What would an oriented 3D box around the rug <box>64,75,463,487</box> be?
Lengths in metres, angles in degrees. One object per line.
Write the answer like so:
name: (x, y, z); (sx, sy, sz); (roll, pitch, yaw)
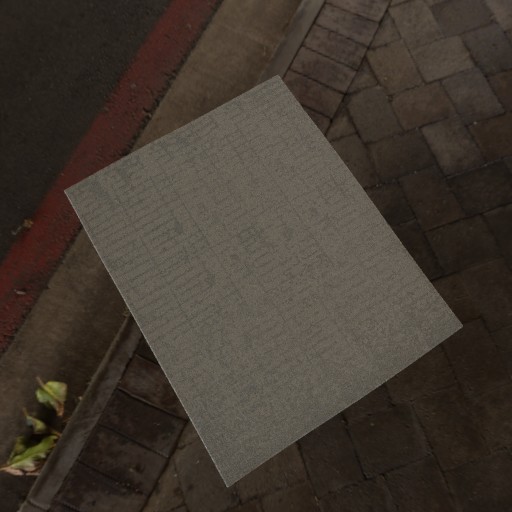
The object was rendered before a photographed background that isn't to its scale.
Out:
rug: (0.000, 0.000, 4.084); (2.447, 0.014, 3.061); (-31, 77, -8)
